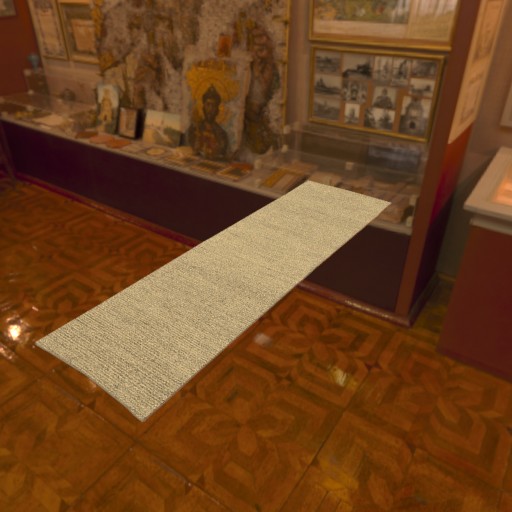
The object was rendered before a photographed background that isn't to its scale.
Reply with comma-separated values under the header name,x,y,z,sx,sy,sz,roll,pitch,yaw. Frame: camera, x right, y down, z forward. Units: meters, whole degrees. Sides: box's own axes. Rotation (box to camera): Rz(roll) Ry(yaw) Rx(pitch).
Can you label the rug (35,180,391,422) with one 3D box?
name,x,y,z,sx,sy,sz,roll,pitch,yaw
rug,0.000,0.000,2.558,0.692,0.032,2.320,22,38,31
